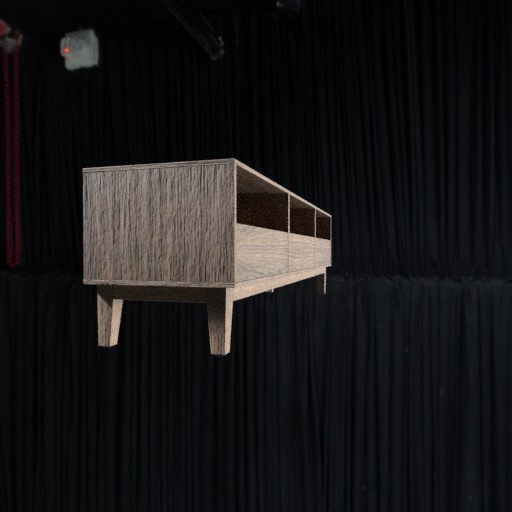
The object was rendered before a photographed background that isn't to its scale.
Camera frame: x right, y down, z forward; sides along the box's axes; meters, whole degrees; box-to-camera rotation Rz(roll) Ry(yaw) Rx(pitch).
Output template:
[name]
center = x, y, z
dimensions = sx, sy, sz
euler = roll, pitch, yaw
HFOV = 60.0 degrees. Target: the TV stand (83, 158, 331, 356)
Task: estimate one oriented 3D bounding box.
[TV stand]
center = 0.000, 0.000, 1.662
dimensions = 0.366, 0.409, 1.482
euler = 0, 1, 17
